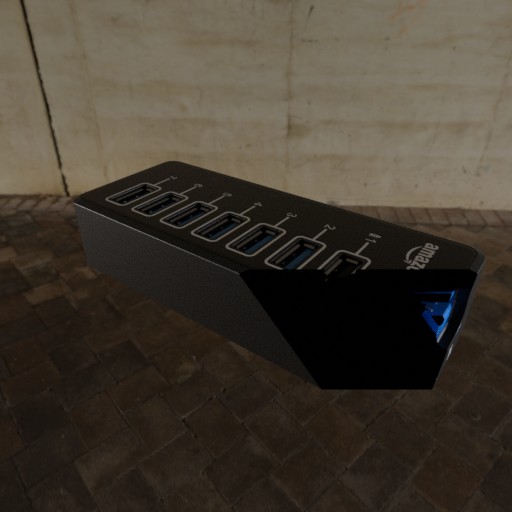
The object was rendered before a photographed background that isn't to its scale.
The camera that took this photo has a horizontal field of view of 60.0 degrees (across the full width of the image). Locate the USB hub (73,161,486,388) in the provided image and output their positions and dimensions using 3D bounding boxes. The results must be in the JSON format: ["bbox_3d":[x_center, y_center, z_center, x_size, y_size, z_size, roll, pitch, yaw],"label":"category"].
[{"bbox_3d":[0.000,0.000,0.126,0.110,0.023,0.044,21,38,30],"label":"USB hub"}]
